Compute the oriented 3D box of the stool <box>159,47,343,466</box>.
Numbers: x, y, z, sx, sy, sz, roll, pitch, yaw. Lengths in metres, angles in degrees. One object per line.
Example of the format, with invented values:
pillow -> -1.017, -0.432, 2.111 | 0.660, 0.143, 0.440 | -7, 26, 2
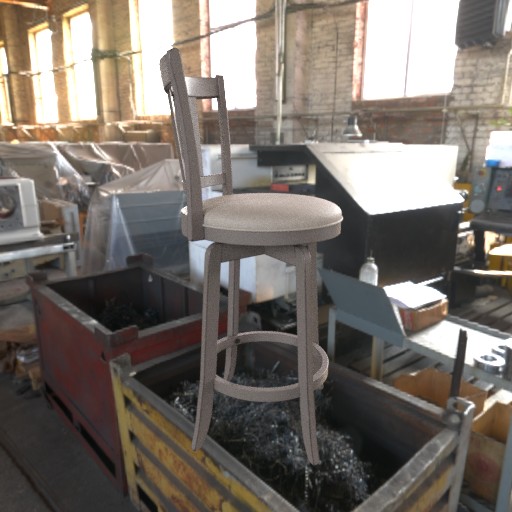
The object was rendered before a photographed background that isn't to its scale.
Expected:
stool -> 0.000, 0.000, 1.260 | 0.475, 1.023, 0.436 | 3, 15, 10
